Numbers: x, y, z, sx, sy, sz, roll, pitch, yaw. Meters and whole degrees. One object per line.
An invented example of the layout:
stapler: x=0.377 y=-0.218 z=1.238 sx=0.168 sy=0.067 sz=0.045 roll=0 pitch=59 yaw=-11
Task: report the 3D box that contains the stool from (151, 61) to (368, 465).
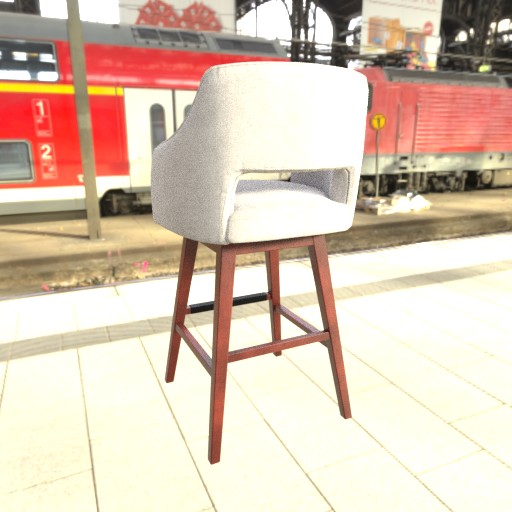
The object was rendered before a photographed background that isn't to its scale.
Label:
stool: x=0.000 y=0.000 z=1.338 sx=0.548 sy=1.012 sz=0.558 roll=-7 pitch=17 yaw=-25
